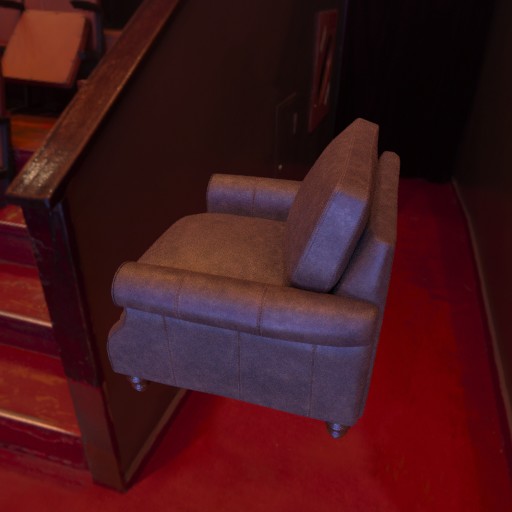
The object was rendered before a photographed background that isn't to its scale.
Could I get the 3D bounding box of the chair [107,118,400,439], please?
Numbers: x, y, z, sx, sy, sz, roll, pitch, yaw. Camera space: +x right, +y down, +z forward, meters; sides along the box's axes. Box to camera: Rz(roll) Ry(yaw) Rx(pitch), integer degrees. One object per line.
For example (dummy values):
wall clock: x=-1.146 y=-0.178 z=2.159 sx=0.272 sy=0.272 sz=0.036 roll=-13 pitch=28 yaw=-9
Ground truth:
chair: x=0.000 y=0.000 z=1.769 sx=1.002 sy=0.976 sz=0.996 roll=9 pitch=33 yaw=14
